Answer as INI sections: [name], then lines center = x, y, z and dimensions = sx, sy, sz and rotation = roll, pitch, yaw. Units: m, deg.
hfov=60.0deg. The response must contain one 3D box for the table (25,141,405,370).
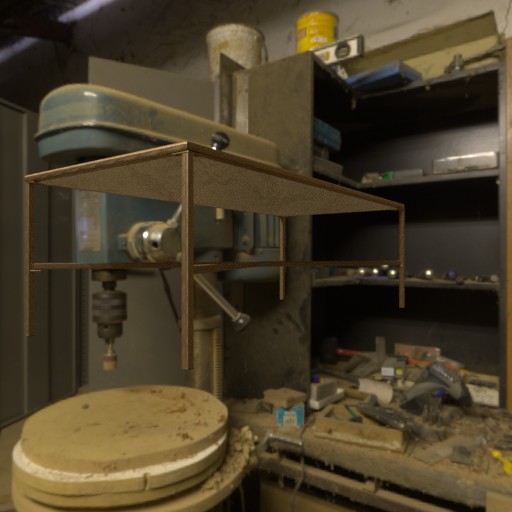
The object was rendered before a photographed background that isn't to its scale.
[table]
center = 0.000, 0.000, 1.434
dimensions = 0.577, 0.405, 1.197
rotation = 0, 0, 36
